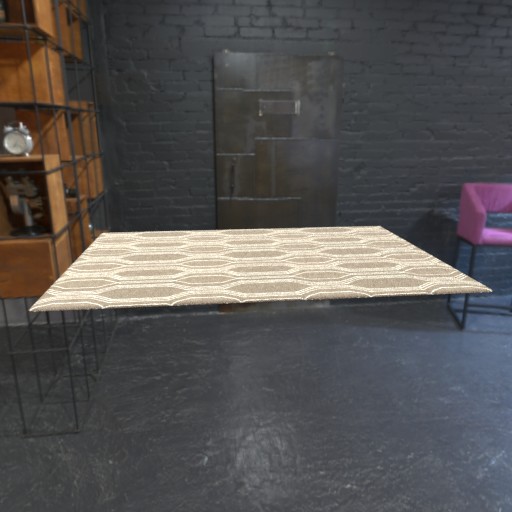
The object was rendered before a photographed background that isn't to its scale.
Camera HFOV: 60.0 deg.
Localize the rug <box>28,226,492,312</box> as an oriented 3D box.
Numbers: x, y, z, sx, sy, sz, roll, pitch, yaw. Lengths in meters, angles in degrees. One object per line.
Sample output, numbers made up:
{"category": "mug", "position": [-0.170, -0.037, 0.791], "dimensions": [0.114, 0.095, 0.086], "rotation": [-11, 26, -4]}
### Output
{"category": "rug", "position": [0.000, 0.000, 2.326], "dimensions": [1.836, 0.012, 1.239], "rotation": [-2, 16, -6]}
